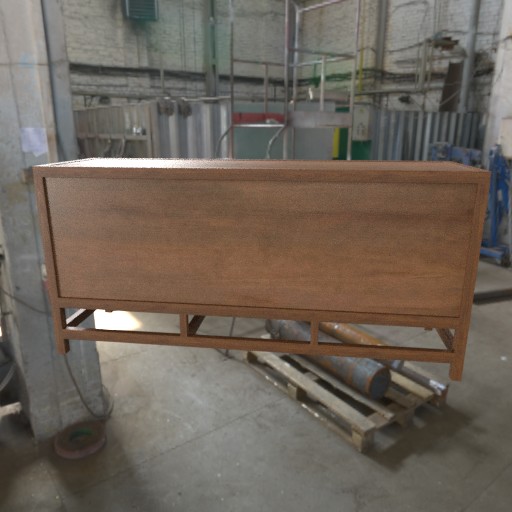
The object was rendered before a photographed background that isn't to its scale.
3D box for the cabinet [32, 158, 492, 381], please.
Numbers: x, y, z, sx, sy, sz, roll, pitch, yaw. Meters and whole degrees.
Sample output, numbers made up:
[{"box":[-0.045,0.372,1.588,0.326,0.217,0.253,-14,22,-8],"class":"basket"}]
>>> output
[{"box":[0.000,0.000,1.996,1.708,0.820,0.522,2,16,7],"class":"cabinet"}]
